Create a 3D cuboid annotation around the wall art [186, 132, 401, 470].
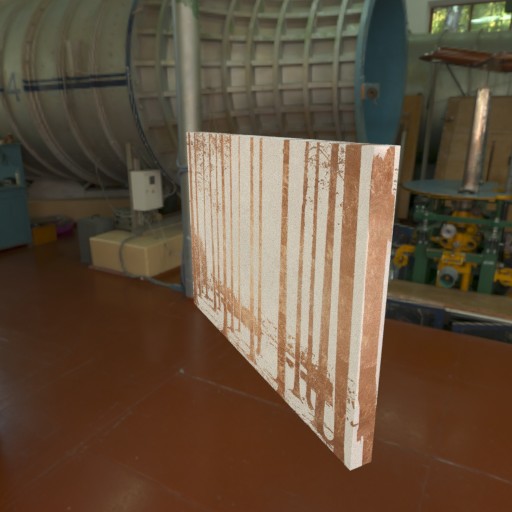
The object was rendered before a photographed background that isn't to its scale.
[{"bbox_3d":[0.000,0.000,0.778,0.035,0.405,0.609,-8,19,-25],"label":"wall art"}]
